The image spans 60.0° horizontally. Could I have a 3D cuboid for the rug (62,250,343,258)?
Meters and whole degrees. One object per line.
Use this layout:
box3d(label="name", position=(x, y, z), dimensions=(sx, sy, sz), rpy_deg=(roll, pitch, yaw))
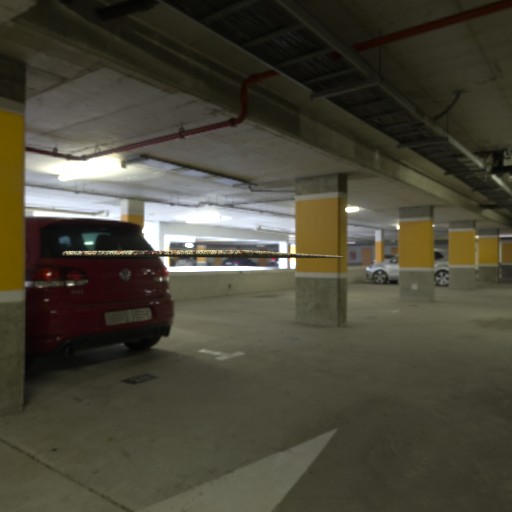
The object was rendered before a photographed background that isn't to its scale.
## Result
box3d(label="rug", position=(0.000, 0.000, 2.552), dimensions=(0.688, 0.015, 2.292), rpy_deg=(0, -1, 19))
